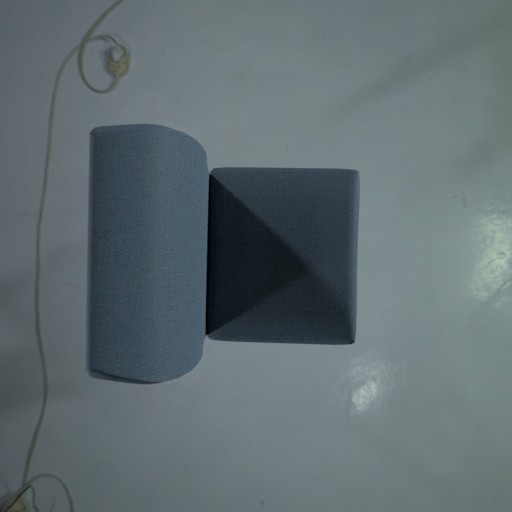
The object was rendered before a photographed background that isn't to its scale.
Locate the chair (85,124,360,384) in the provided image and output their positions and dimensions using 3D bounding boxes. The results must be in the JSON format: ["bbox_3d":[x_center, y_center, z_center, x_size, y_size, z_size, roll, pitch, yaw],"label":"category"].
[{"bbox_3d":[0.000,0.000,1.168,0.592,0.804,0.513,0,90,1],"label":"chair"}]
